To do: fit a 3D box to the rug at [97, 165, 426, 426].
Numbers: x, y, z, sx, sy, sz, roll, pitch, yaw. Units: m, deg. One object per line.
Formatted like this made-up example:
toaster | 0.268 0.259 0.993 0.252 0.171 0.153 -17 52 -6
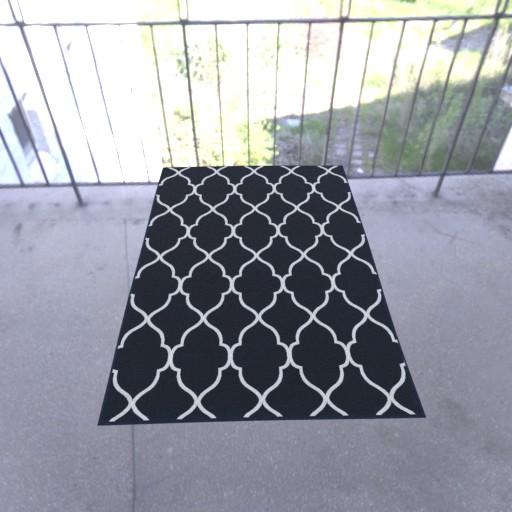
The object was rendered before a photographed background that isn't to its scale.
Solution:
rug | 0.000 0.000 2.889 1.526 0.014 2.290 -1 42 -1
